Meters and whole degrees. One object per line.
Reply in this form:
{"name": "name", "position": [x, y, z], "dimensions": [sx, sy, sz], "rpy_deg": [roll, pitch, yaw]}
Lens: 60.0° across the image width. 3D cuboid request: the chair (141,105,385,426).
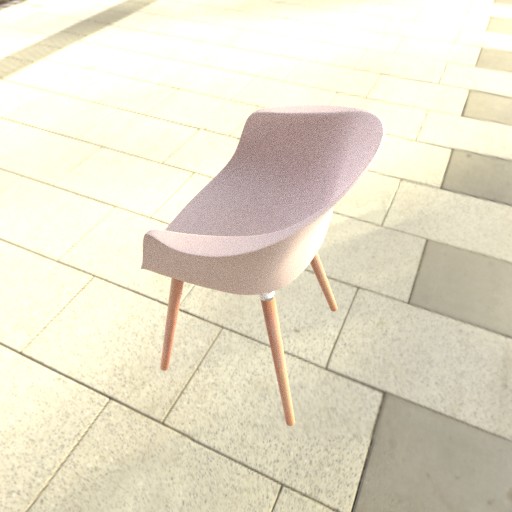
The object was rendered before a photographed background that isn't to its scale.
{"name": "chair", "position": [0.000, 0.000, 1.169], "dimensions": [0.504, 0.781, 0.593], "rpy_deg": [17, 48, 16]}
